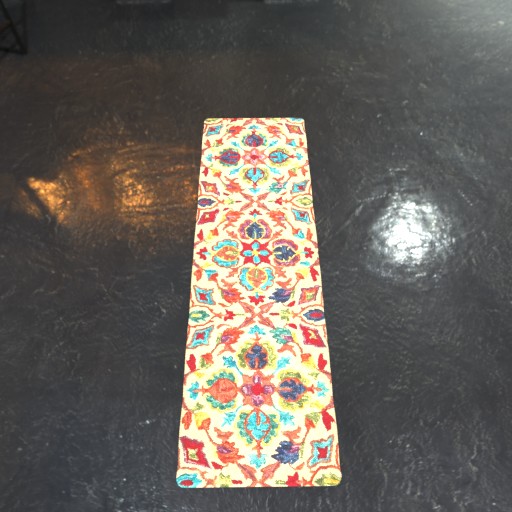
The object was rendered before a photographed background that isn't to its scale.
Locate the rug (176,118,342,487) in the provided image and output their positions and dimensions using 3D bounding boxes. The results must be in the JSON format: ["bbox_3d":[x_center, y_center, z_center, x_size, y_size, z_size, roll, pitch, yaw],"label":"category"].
[{"bbox_3d":[0.000,0.000,2.450,0.693,0.016,2.273,-1,57,0],"label":"rug"}]
